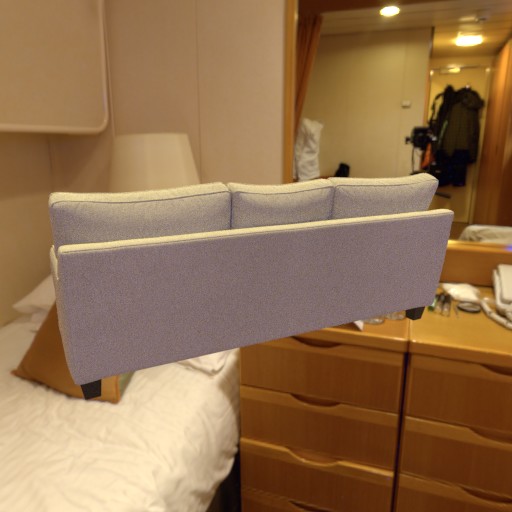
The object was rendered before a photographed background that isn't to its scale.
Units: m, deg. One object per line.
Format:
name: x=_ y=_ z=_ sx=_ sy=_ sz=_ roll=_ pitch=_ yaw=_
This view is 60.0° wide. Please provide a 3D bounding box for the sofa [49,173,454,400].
sofa: x=0.000 y=0.000 z=2.778 sx=2.323 sy=0.991 sz=1.016 roll=-7 pitch=16 yaw=-26
